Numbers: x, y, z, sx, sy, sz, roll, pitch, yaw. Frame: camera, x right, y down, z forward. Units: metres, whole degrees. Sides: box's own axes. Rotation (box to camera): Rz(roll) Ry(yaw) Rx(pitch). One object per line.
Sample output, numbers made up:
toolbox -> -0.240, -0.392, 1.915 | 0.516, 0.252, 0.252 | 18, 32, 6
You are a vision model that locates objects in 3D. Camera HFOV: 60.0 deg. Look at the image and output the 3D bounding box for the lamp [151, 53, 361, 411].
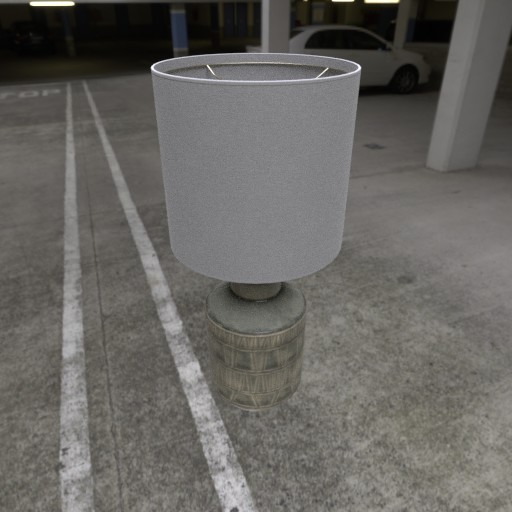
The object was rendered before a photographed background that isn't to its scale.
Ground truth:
lamp -> 0.000, 0.000, 0.569 | 0.211, 0.455, 0.211 | -11, 32, -18
